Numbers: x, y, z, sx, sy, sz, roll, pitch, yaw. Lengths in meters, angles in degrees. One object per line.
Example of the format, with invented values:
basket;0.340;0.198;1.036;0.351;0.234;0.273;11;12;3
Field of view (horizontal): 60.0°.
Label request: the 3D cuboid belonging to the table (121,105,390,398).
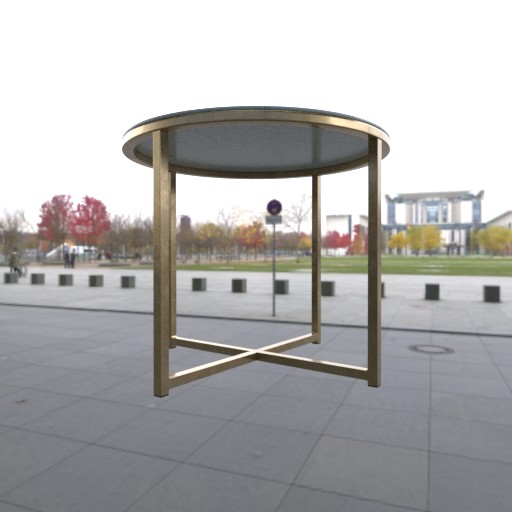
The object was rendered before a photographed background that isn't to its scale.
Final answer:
table;0.000;0.000;0.863;0.500;0.420;0.500;0;1;0
